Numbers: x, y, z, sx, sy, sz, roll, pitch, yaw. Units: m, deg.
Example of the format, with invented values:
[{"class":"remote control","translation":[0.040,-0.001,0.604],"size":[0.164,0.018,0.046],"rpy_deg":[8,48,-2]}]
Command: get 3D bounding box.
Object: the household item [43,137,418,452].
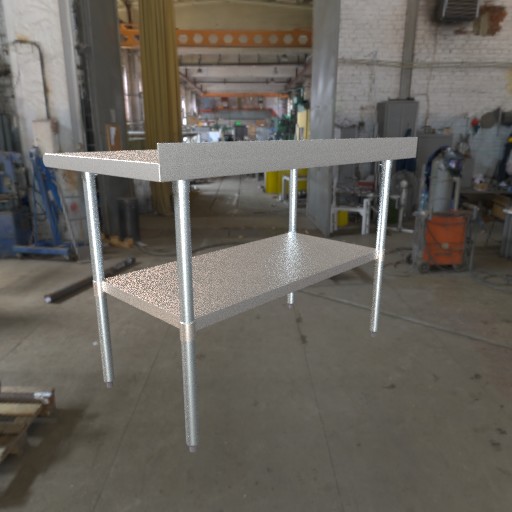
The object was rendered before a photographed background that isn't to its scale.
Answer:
[{"class":"household item","translation":[0.000,0.000,1.654],"size":[0.610,0.851,1.219],"rpy_deg":[15,21,42]}]
